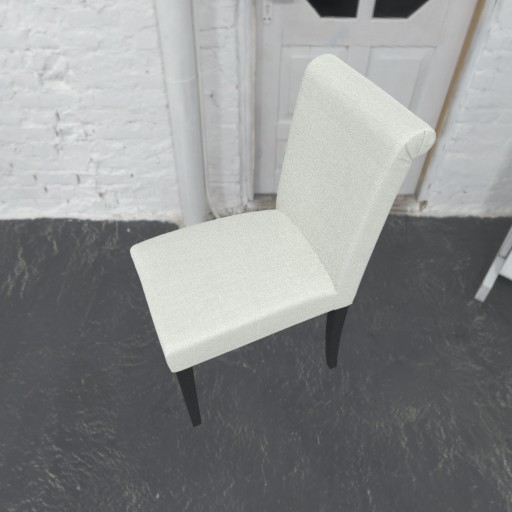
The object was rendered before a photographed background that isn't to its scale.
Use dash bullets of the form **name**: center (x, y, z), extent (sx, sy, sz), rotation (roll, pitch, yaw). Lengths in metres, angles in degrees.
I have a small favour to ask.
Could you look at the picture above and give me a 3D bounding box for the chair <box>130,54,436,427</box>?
- **chair**: center (0.000, 0.000, 1.375), extent (0.708, 0.976, 0.452), rotation (-18, 49, -16)
